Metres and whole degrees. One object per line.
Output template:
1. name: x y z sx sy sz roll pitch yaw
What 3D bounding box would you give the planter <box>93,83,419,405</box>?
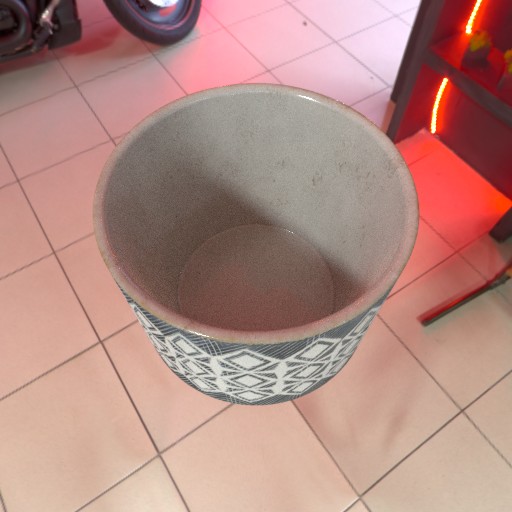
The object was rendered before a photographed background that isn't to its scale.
1. planter: 0.000 0.000 0.219 0.126 0.104 0.126 0 59 0
